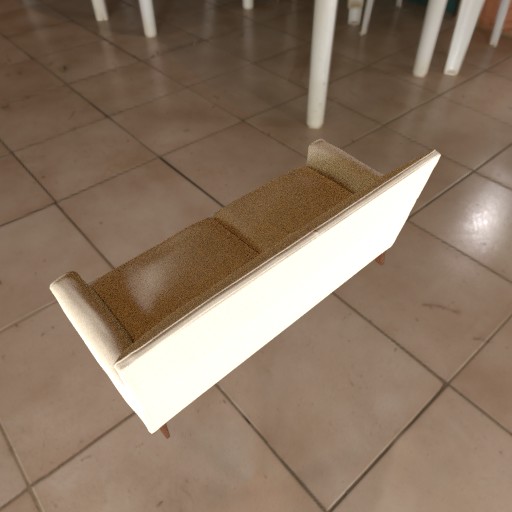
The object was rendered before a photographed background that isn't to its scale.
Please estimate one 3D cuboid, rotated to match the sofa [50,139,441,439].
[{"bbox_3d":[0.000,0.000,2.493,2.001,0.907,0.841,-33,54,-28],"label":"sofa"}]
